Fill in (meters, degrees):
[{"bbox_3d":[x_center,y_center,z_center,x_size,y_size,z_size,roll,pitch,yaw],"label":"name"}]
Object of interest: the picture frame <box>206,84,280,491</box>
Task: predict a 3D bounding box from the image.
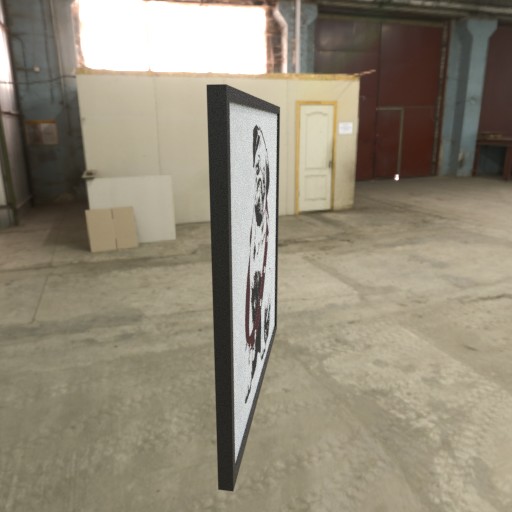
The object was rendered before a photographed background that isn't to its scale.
[{"bbox_3d":[0.000,0.000,1.163,0.032,0.775,0.775,3,16,9],"label":"picture frame"}]
